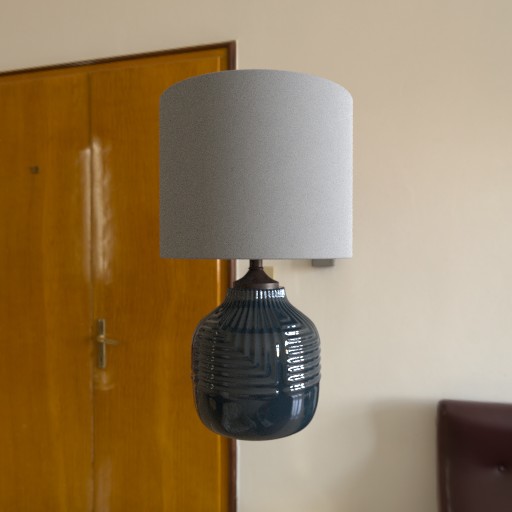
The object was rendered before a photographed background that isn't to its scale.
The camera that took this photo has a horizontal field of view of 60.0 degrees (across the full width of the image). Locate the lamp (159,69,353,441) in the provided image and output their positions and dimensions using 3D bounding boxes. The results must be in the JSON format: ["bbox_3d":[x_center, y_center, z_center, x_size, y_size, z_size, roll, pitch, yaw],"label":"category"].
[{"bbox_3d":[0.000,0.000,0.747,0.318,0.567,0.318,0,1,0],"label":"lamp"}]
